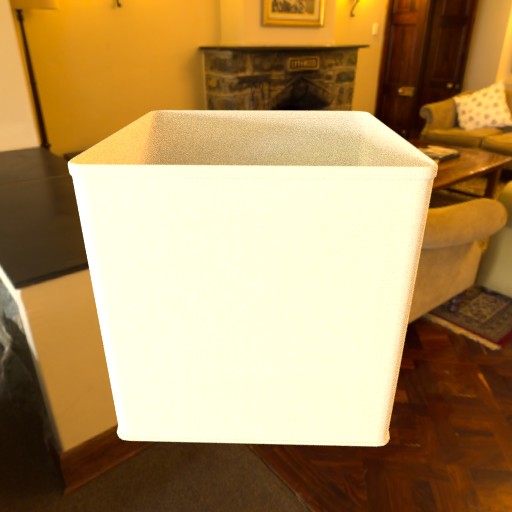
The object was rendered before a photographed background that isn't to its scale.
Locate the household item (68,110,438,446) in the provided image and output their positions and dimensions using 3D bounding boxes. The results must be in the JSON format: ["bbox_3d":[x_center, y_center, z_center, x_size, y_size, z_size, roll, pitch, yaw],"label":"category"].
[{"bbox_3d":[0.000,0.000,0.550,0.305,0.305,0.305,1,26,1],"label":"household item"}]
